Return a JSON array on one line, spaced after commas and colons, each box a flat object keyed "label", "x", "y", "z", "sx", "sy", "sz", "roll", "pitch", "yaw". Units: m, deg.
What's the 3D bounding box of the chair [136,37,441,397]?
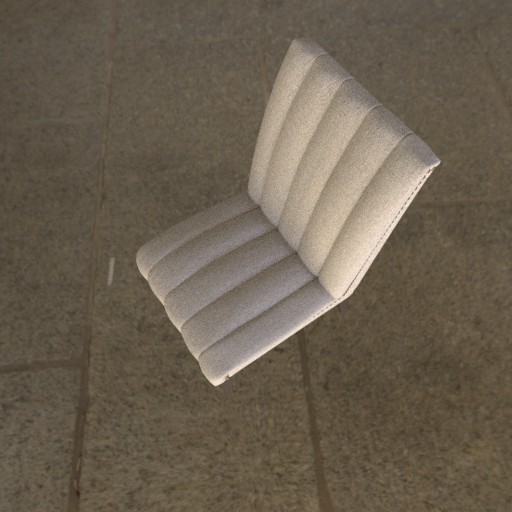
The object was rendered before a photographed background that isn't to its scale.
[{"label": "chair", "x": 0.000, "y": 0.000, "z": 1.387, "sx": 0.647, "sy": 1.016, "sz": 0.511, "roll": -31, "pitch": 68, "yaw": -14}]
